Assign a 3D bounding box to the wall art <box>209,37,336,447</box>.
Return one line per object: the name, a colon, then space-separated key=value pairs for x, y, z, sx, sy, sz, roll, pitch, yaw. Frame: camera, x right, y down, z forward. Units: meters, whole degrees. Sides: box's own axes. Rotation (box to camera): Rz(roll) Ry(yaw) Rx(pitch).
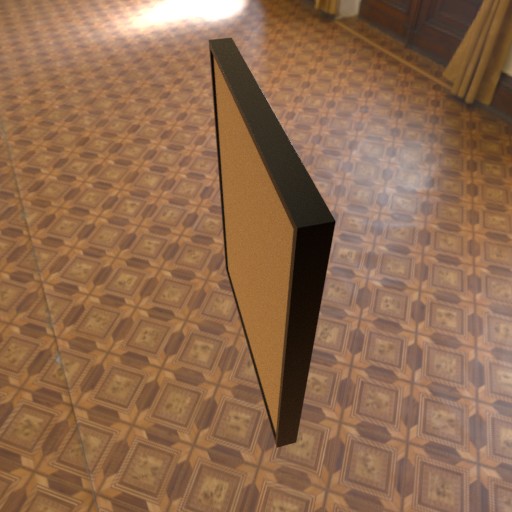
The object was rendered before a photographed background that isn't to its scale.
wall art: x=0.000 y=0.000 z=0.763 sx=0.039 sy=0.553 sz=0.451 roll=-11 pitch=48 yaw=-10
